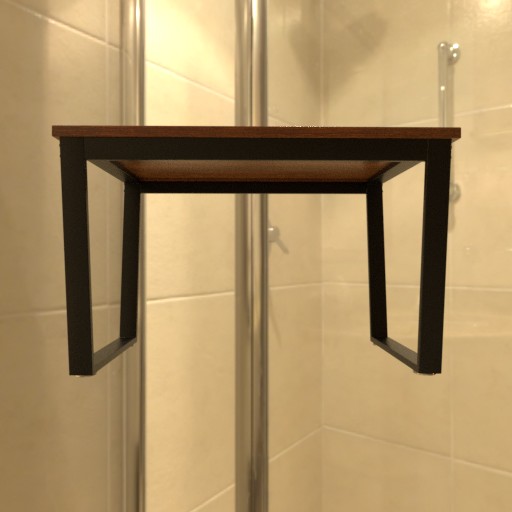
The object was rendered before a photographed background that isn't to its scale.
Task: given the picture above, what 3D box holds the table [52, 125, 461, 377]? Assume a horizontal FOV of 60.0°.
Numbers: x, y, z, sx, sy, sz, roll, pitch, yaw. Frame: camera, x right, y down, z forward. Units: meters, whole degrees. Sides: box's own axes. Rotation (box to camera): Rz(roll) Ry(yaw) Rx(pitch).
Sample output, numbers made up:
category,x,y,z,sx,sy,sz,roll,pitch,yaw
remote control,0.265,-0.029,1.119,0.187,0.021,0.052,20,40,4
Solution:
category,x,y,z,sx,sy,sz,roll,pitch,yaw
table,0.000,0.000,1.657,1.205,0.760,0.714,0,0,-1
